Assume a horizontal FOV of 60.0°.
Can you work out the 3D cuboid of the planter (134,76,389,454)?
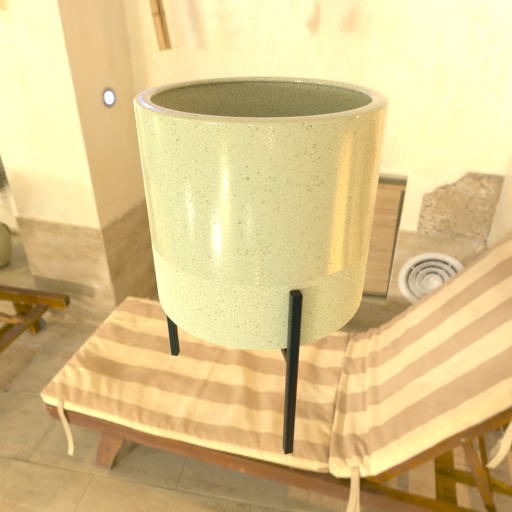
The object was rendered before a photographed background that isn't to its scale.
[{"bbox_3d":[0.000,0.000,0.328,0.159,0.230,0.152,8,31,14],"label":"planter"}]
